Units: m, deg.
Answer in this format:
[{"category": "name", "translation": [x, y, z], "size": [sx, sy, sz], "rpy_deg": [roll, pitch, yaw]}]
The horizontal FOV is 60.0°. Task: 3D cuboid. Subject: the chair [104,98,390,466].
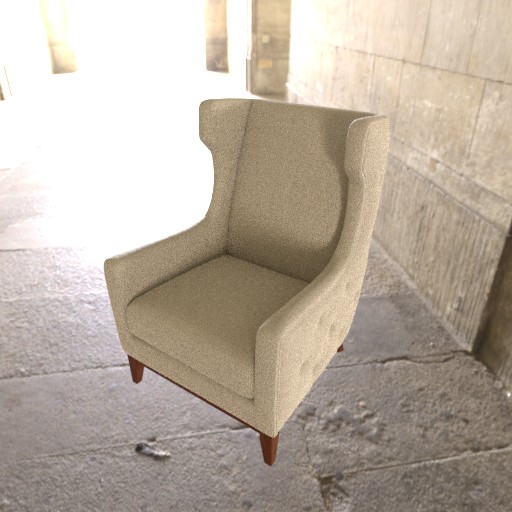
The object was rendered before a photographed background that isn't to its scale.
[{"category": "chair", "translation": [0.000, 0.000, 1.740], "size": [0.778, 1.079, 0.899], "rpy_deg": [19, 34, 30]}]
